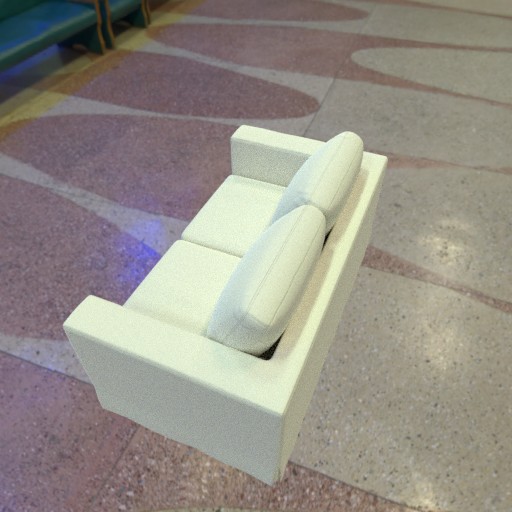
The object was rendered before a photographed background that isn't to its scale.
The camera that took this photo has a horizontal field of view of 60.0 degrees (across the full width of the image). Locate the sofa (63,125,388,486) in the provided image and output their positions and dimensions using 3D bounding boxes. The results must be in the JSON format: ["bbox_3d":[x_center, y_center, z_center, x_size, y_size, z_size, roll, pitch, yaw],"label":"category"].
[{"bbox_3d":[0.000,0.000,2.410,1.009,0.932,1.813,17,48,16],"label":"sofa"}]
